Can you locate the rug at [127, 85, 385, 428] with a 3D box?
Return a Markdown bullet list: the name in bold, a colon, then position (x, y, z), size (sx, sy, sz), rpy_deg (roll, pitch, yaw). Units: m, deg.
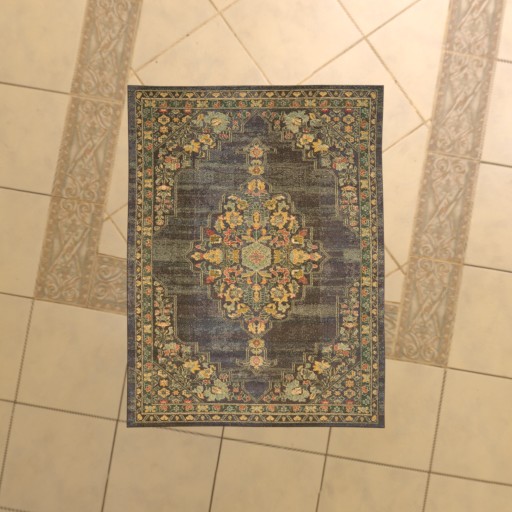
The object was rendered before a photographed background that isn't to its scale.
- **rug**: position (0.000, 0.000, 4.653), size (2.716, 0.035, 3.612), rpy_deg (0, 89, 0)
